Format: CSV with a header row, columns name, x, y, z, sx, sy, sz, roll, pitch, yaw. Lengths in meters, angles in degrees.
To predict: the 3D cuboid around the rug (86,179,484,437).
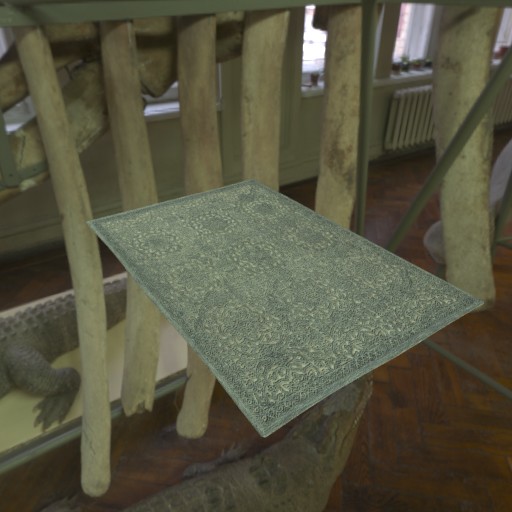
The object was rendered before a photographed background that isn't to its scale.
name,x,y,z,sx,sy,sz,roll,pitch,yaw
rug,0.000,0.000,2.323,1.224,0.016,1.830,-20,36,-29
